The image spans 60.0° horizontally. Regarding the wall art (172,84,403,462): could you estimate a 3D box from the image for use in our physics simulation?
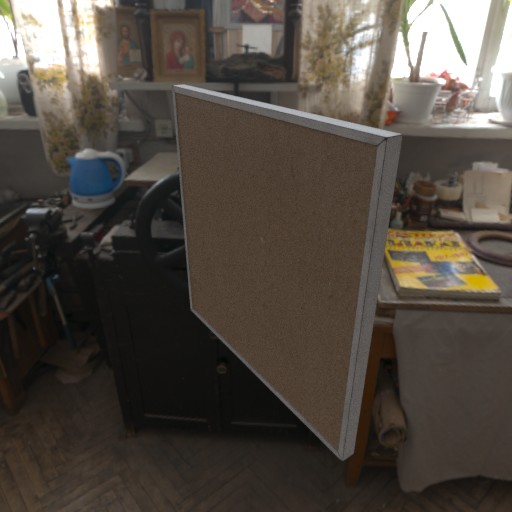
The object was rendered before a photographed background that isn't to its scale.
[{"bbox_3d":[0.000,0.000,1.155,0.038,0.762,0.762,-18,33,-31],"label":"wall art"}]
